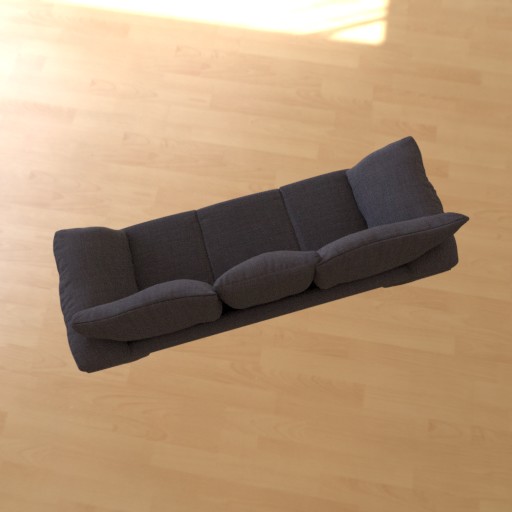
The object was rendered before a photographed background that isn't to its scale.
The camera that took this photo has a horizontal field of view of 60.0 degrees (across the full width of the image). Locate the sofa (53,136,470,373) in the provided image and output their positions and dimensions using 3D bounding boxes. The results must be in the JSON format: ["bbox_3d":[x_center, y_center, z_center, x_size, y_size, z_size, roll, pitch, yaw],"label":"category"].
[{"bbox_3d":[0.000,0.000,2.823,2.336,1.080,0.883,-15,75,-4],"label":"sofa"}]
